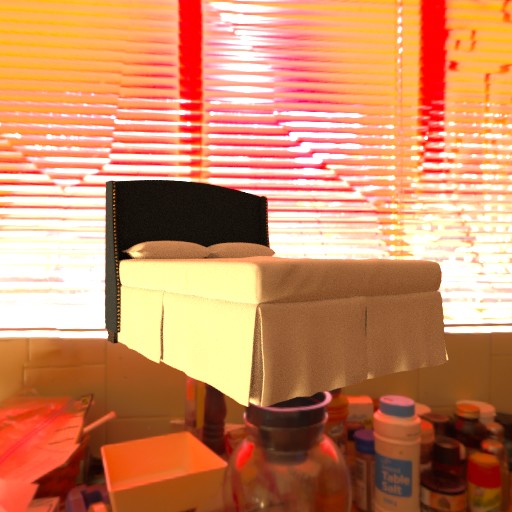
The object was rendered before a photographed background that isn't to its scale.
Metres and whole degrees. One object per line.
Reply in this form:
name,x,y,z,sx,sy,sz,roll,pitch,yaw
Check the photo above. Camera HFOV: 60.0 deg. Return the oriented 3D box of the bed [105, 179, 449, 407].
bed,0.000,0.000,3.317,1.604,1.402,2.223,0,0,-36
